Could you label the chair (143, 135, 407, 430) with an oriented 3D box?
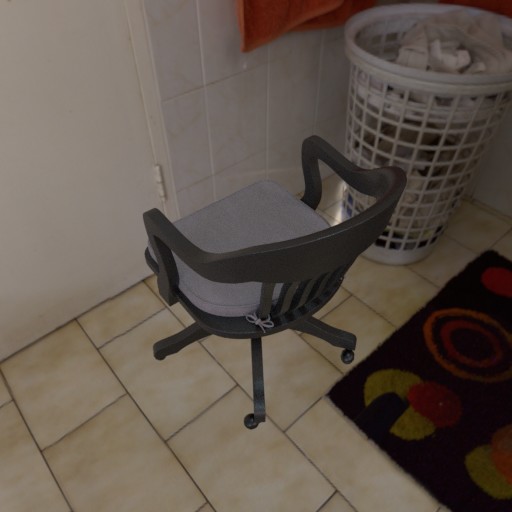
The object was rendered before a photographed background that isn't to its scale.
[{"bbox_3d":[0.000,0.000,1.426,0.750,0.878,0.788,-30,53,-26],"label":"chair"}]
